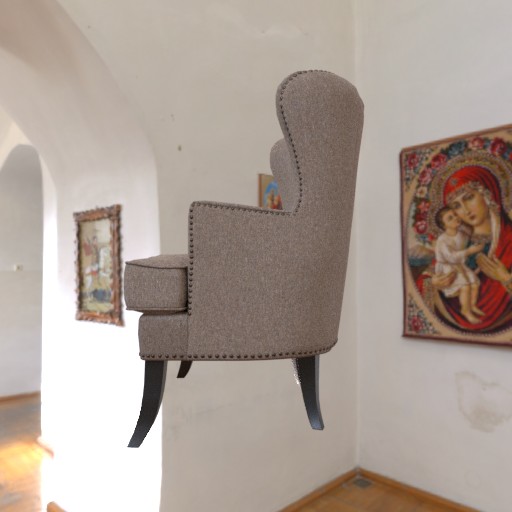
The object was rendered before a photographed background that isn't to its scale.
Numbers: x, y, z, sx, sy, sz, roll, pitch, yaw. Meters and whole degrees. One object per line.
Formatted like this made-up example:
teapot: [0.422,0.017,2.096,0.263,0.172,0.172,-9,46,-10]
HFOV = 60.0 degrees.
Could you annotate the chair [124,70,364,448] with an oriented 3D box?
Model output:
chair: [0.000,0.000,1.594,0.758,1.060,0.759,0,-1,0]
